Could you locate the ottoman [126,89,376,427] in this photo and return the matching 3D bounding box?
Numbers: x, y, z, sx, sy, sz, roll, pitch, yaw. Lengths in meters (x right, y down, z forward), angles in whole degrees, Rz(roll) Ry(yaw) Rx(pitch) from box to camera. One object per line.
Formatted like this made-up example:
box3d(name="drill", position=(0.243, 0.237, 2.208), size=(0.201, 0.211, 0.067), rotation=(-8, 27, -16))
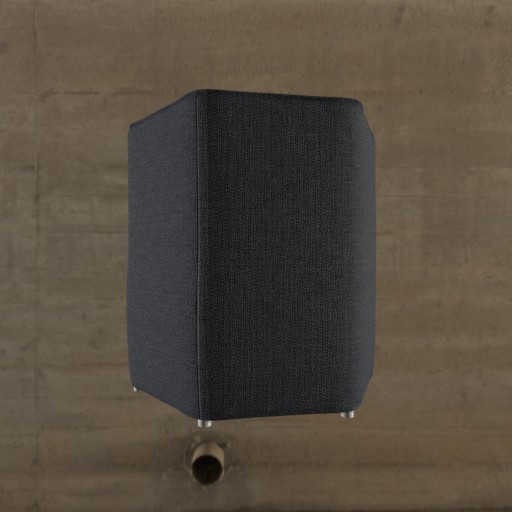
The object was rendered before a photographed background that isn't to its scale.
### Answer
box3d(name="ottoman", position=(0.000, 0.000, 0.873), size=(0.454, 0.505, 0.492), rotation=(0, 0, -36))
